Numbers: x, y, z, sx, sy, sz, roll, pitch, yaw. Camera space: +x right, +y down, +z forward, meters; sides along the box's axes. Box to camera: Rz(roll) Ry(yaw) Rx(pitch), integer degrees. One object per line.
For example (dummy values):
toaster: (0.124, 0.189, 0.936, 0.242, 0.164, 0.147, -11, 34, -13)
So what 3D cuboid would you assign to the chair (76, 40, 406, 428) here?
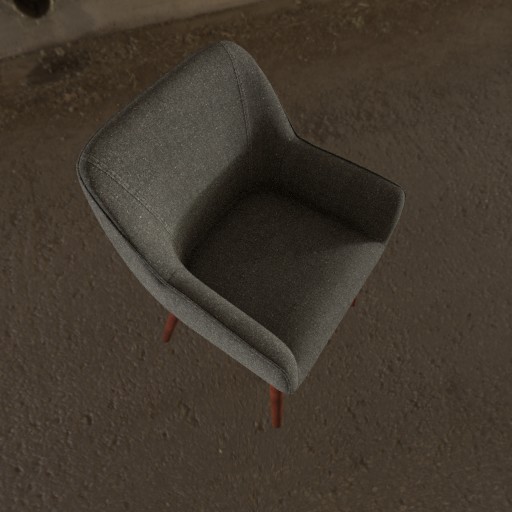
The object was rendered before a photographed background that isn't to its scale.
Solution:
chair: (0.000, 0.000, 1.121, 0.519, 0.803, 0.543, 30, 63, 17)
